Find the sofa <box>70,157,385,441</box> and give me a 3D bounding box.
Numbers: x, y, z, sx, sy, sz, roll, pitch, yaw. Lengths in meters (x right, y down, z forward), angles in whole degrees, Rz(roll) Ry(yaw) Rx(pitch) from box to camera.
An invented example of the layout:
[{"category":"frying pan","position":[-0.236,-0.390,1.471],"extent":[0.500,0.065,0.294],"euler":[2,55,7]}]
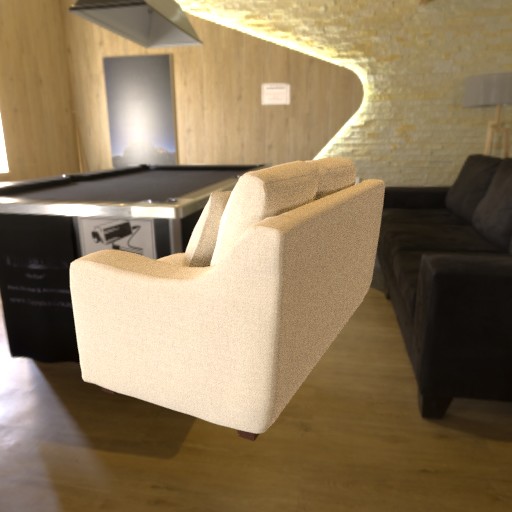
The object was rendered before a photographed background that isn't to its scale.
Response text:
[{"category":"sofa","position":[0.000,0.000,2.446],"extent":[1.040,1.047,1.744],"euler":[8,17,25]}]
